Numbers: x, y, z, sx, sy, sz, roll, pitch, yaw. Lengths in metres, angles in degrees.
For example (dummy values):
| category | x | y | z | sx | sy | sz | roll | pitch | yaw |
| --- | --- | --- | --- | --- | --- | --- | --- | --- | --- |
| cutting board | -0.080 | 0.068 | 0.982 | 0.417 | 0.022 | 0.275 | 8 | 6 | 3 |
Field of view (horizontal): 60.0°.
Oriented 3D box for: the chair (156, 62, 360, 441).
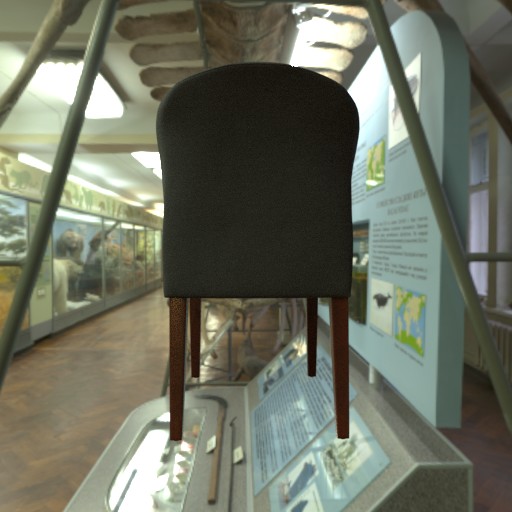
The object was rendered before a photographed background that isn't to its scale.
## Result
| category | x | y | z | sx | sy | sz | roll | pitch | yaw |
| --- | --- | --- | --- | --- | --- | --- | --- | --- | --- |
| chair | 0.000 | 0.000 | 1.302 | 0.506 | 0.879 | 0.619 | 0 | 1 | -2 |
